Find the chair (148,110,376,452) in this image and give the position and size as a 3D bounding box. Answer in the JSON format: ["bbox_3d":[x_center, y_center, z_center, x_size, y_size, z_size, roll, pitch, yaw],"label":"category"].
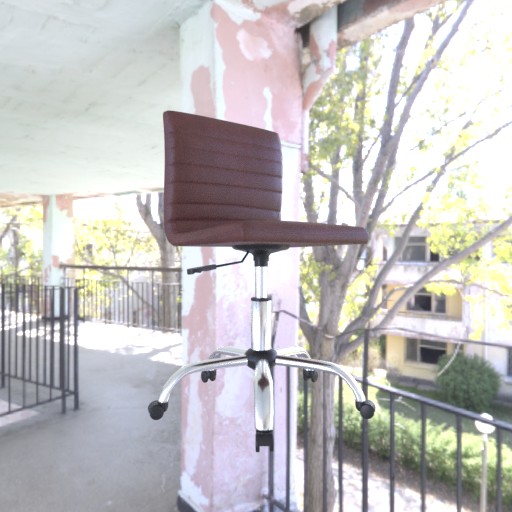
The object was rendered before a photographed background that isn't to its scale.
[{"bbox_3d":[0.000,0.000,1.172,0.556,0.780,0.530,0,0,-36],"label":"chair"}]
